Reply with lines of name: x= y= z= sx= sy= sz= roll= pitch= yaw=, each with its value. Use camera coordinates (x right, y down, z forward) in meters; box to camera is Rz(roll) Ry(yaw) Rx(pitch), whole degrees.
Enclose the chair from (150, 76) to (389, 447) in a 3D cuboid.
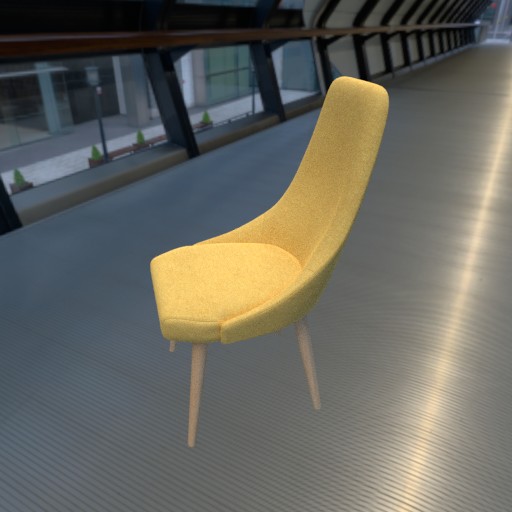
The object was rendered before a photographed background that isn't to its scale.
chair: x=0.000 y=0.000 z=1.429 sx=0.660 sy=1.040 sz=0.510 roll=-8 pitch=30 yaw=-15
